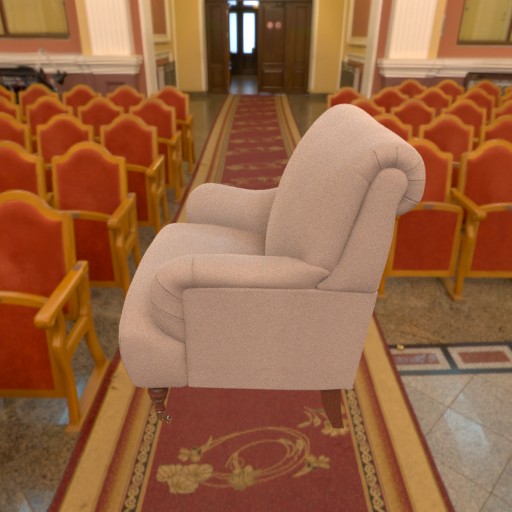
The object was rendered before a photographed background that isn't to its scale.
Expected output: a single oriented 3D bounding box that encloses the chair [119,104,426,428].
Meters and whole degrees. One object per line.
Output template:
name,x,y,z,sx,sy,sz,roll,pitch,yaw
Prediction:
chair,0.000,0.000,1.544,0.842,0.942,0.766,0,26,1
